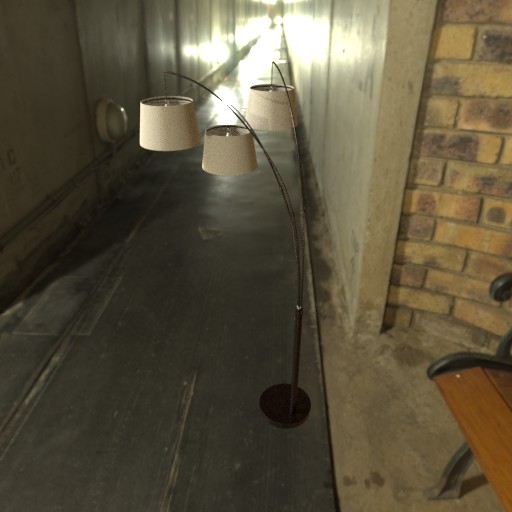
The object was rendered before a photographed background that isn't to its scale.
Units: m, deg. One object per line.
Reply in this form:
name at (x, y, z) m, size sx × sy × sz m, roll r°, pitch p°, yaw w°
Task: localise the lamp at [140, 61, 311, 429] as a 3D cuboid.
lamp at (0.000, 0.000, 2.526) m, size 0.951 × 1.950 × 0.924 m, roll -19°, pitch 35°, yaw -30°
